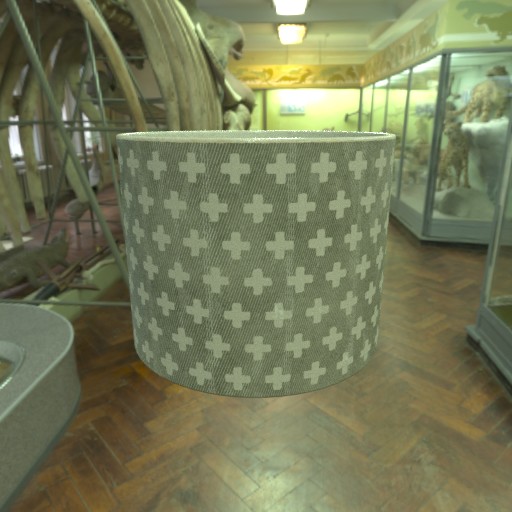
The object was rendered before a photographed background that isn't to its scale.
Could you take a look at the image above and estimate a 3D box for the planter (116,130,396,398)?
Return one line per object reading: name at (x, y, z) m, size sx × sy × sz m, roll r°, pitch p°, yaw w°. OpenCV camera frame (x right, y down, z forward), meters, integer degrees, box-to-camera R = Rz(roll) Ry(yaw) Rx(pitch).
planter at (0.000, 0.000, 0.340) m, size 0.190 × 0.181 × 0.190 m, roll 0°, pitch 17°, yaw 0°
